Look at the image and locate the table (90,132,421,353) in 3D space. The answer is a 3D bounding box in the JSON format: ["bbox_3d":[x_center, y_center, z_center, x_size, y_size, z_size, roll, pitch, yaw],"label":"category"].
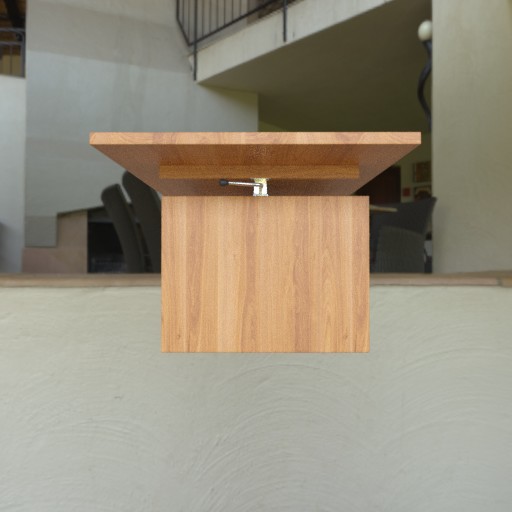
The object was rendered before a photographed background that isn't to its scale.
[{"bbox_3d":[0.000,0.000,1.482,0.700,0.510,1.100,0,-1,0],"label":"table"}]
